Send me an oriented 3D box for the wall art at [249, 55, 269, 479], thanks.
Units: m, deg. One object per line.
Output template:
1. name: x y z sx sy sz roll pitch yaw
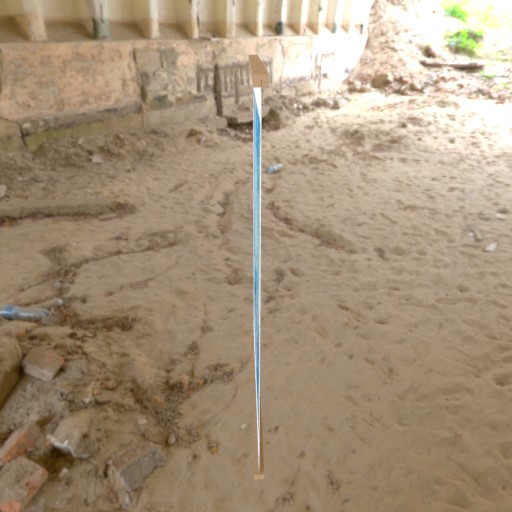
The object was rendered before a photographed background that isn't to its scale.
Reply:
1. wall art: 0.000 0.000 1.879 0.040 1.510 0.991 -1 27 -1
